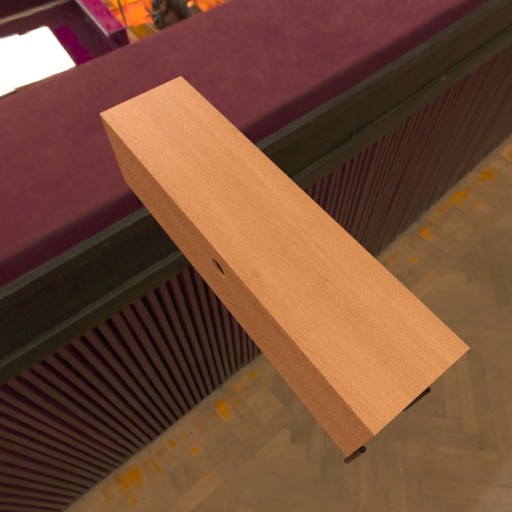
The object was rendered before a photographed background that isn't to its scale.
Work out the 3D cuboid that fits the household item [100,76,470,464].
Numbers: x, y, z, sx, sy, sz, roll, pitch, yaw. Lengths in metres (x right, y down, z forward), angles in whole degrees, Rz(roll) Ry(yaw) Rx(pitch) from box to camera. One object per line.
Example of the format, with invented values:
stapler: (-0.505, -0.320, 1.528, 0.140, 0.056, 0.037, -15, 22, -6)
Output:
household item: (0.000, 0.000, 1.755, 0.400, 0.600, 1.550, -33, 64, -19)
